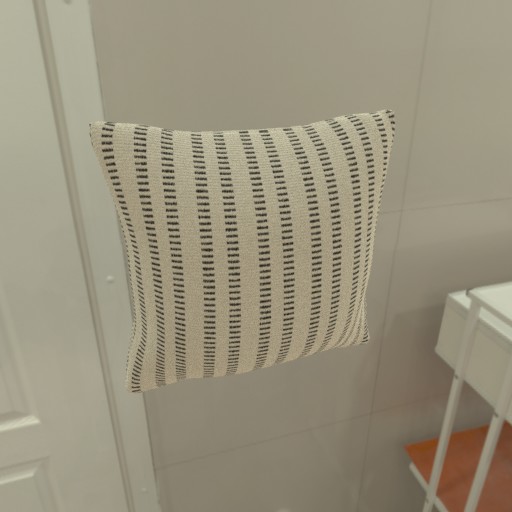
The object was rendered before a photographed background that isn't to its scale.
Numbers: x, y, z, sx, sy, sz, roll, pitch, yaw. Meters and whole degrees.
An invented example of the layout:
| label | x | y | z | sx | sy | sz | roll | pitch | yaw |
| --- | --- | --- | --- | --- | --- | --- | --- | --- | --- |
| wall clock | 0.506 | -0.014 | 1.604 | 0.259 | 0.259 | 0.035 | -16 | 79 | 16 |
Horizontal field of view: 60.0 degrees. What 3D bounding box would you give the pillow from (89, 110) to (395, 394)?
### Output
| label | x | y | z | sx | sy | sz | roll | pitch | yaw |
| --- | --- | --- | --- | --- | --- | --- | --- | --- | --- |
| pillow | 0.000 | 0.000 | 0.685 | 0.438 | 0.419 | 0.247 | -8 | 26 | -16 |
